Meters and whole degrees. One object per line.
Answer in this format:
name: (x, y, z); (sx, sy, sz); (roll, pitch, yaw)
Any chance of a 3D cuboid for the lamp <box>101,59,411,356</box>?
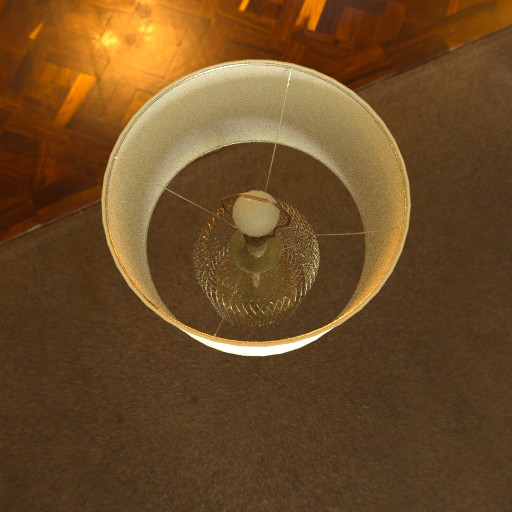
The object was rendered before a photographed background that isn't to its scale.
lamp: (0.000, 0.000, 0.785); (0.353, 0.578, 0.353); (0, 75, 0)
